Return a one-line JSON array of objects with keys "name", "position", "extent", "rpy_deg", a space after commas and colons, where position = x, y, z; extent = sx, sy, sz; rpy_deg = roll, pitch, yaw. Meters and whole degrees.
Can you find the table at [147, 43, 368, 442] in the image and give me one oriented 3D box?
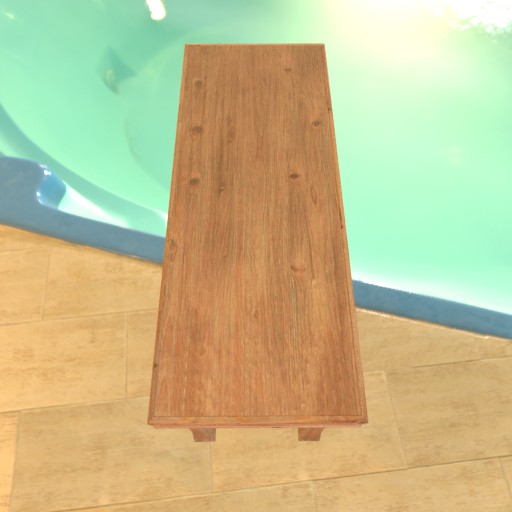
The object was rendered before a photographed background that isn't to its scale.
[{"name": "table", "position": [0.000, 0.000, 1.730], "extent": [0.522, 0.873, 1.330], "rpy_deg": [0, 63, 0]}]
